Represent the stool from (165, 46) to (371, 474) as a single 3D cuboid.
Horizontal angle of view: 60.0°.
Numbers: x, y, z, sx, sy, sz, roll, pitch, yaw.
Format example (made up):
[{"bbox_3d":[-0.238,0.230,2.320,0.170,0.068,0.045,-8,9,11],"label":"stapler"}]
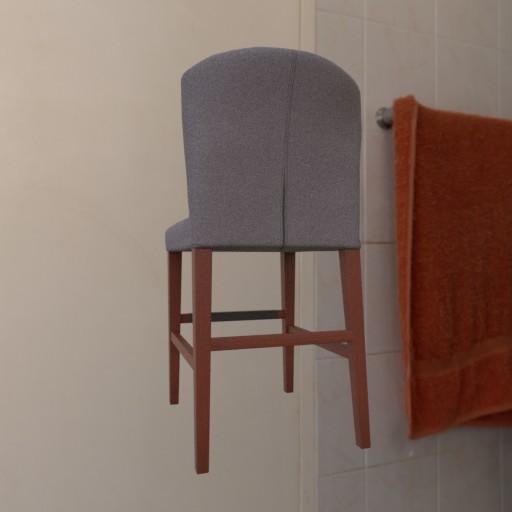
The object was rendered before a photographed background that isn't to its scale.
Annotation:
[{"bbox_3d":[0.000,0.000,1.291,0.481,0.968,0.568,0,0,-18],"label":"stool"}]
